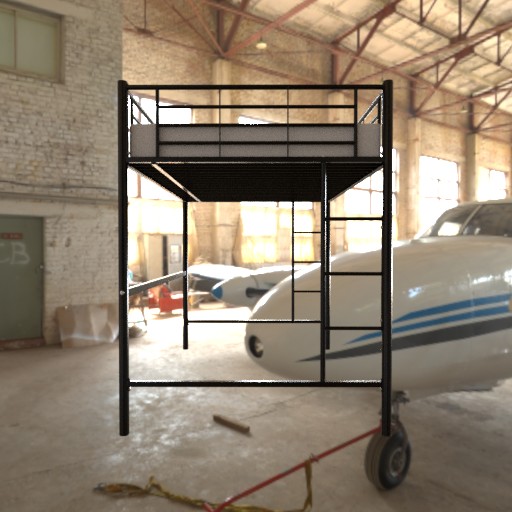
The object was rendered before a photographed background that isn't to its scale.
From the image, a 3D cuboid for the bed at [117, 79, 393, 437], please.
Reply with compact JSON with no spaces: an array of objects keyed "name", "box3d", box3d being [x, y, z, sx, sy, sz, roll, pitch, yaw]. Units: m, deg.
[{"name":"bed","box3d":[0.000,0.000,3.229,1.397,1.803,1.994,0,1,0]}]
